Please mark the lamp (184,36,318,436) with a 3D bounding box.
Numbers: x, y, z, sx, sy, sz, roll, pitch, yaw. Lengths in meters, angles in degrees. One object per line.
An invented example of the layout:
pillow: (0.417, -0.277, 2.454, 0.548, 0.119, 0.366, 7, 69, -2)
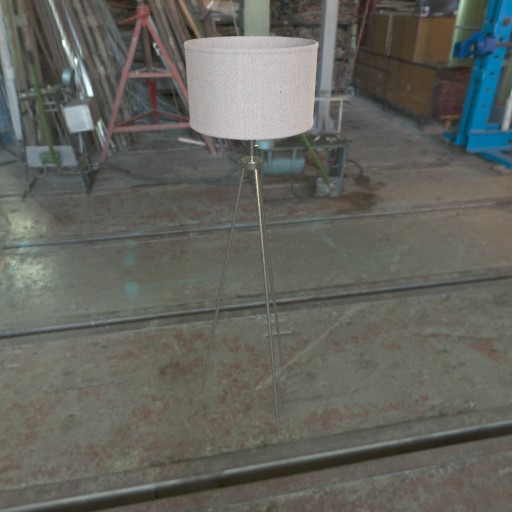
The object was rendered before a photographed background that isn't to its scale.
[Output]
lamp: (0.000, 0.000, 1.764, 0.449, 1.545, 0.460, 19, 35, 28)
